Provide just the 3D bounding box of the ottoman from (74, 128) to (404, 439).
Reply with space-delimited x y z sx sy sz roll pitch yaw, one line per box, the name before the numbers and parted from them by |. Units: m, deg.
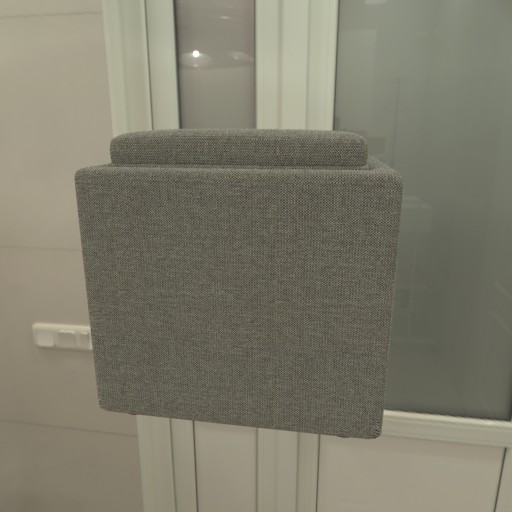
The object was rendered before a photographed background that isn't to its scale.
ottoman | 0.000 0.000 0.834 0.450 0.460 0.450 3 16 9
